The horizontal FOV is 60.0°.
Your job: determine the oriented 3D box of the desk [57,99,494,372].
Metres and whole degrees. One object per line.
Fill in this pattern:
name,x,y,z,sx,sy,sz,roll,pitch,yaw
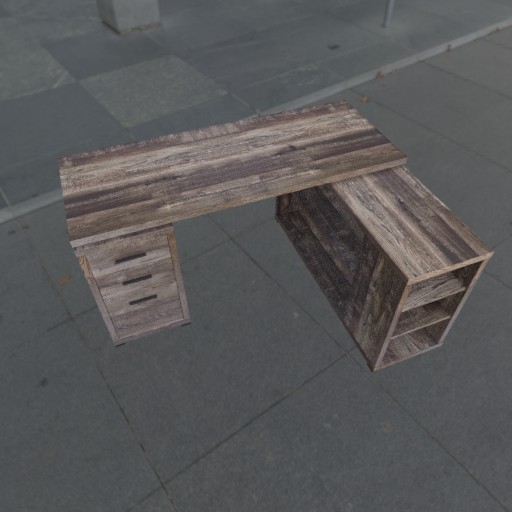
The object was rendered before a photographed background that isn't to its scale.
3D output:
desk,0.000,0.000,2.154,1.524,0.753,1.200,-16,49,-15
